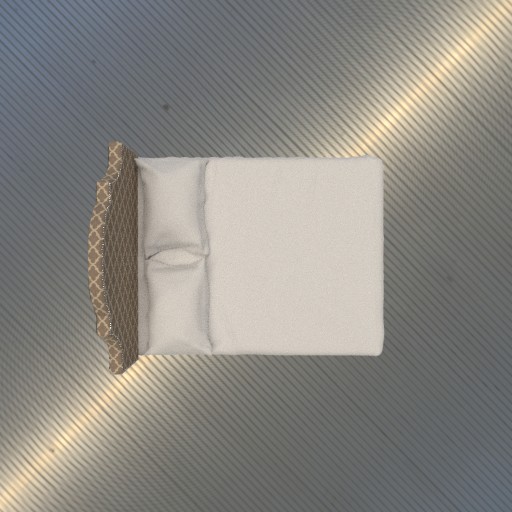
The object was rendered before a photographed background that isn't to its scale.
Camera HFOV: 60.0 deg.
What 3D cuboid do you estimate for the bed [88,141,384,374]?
[{"bbox_3d":[0.000,0.000,3.404,2.222,1.633,1.780,0,91,1],"label":"bed"}]
